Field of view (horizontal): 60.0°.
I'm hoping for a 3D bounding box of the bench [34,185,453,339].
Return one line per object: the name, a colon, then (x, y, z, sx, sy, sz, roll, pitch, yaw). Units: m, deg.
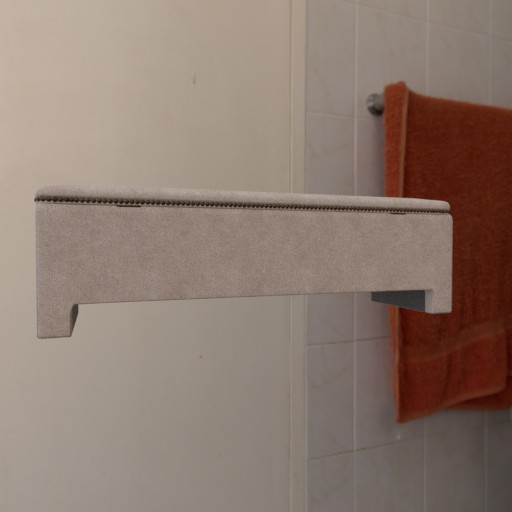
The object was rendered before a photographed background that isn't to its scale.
bench: (0.000, 0.000, 1.696, 1.482, 0.447, 0.470, -1, 2, -19)
